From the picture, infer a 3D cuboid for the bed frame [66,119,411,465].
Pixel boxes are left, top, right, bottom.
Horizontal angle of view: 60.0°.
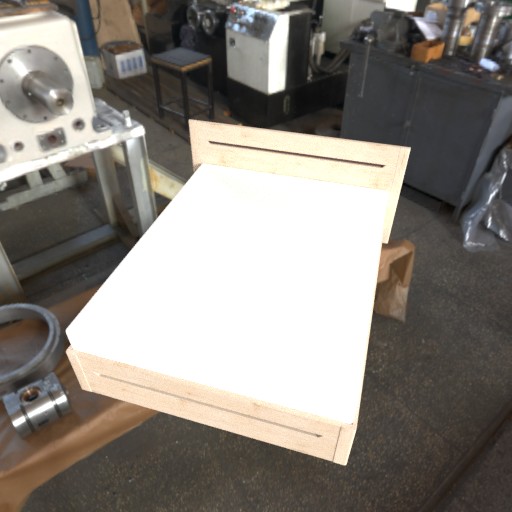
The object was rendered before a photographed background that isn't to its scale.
[{"bbox_3d":[0.000,0.000,3.057,1.800,0.900,2.080,11,41,13],"label":"bed frame"}]
